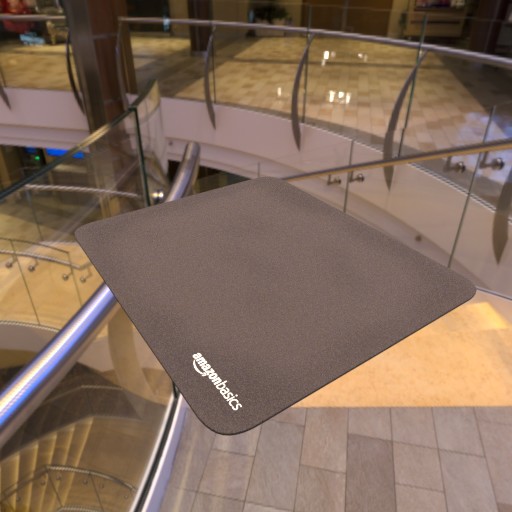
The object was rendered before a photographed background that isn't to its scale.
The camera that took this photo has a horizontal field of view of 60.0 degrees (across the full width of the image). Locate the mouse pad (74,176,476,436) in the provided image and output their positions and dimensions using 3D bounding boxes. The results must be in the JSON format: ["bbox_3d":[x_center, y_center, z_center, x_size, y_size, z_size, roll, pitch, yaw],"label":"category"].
[{"bbox_3d":[0.000,0.000,0.428,0.269,0.002,0.315,-20,38,-29],"label":"mouse pad"}]
